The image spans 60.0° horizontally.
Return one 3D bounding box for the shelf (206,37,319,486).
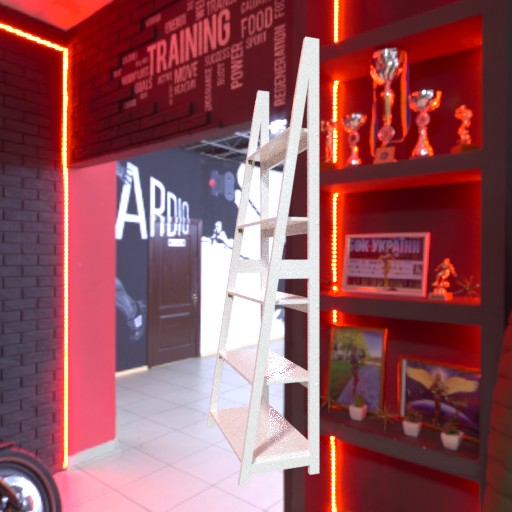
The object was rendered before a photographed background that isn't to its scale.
[{"bbox_3d":[0.000,0.000,2.063,0.341,1.779,0.636,0,0,-18],"label":"shelf"}]
